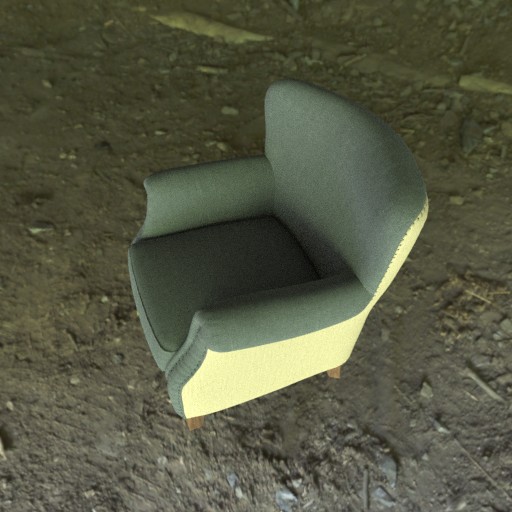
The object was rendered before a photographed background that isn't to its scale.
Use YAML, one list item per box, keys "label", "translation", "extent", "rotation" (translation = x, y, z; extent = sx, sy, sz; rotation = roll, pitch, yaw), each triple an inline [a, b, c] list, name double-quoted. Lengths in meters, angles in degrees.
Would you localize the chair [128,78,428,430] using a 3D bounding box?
- label: "chair"
  translation: [0.000, 0.000, 1.636]
  extent: [0.921, 0.936, 0.861]
  rotation: [-17, 49, -15]
